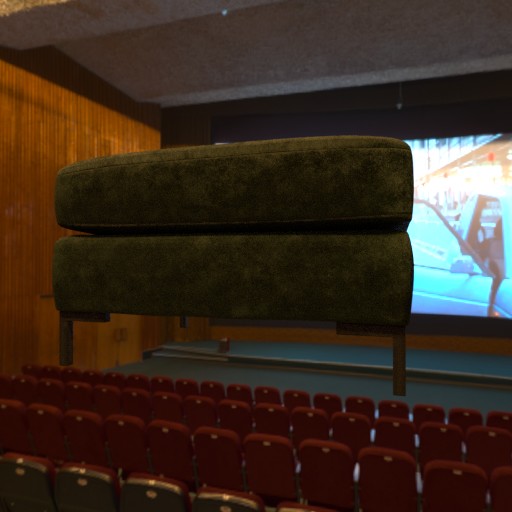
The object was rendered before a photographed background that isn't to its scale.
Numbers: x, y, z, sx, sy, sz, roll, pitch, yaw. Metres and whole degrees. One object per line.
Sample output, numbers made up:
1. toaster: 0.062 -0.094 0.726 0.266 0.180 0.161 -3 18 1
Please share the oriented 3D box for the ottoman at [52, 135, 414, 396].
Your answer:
1. ottoman: 0.000 0.000 1.272 0.839 0.538 0.701 0 0 18
